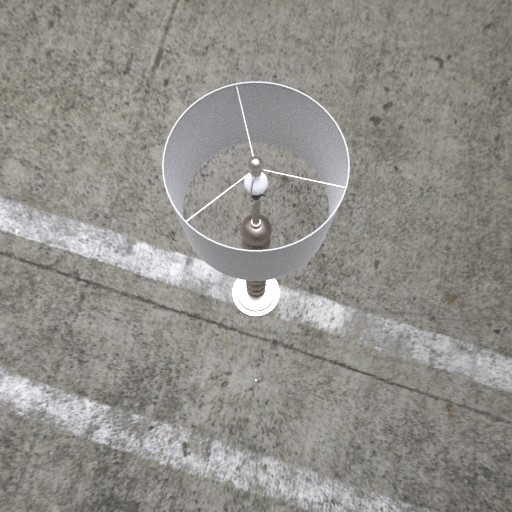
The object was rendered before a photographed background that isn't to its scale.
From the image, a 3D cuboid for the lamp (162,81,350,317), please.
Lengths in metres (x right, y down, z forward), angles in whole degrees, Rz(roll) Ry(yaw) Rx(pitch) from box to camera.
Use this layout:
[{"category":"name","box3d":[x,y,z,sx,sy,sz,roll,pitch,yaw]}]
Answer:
[{"category":"lamp","box3d":[0.000,0.000,1.628,0.394,1.474,0.394,16,75,5]}]
